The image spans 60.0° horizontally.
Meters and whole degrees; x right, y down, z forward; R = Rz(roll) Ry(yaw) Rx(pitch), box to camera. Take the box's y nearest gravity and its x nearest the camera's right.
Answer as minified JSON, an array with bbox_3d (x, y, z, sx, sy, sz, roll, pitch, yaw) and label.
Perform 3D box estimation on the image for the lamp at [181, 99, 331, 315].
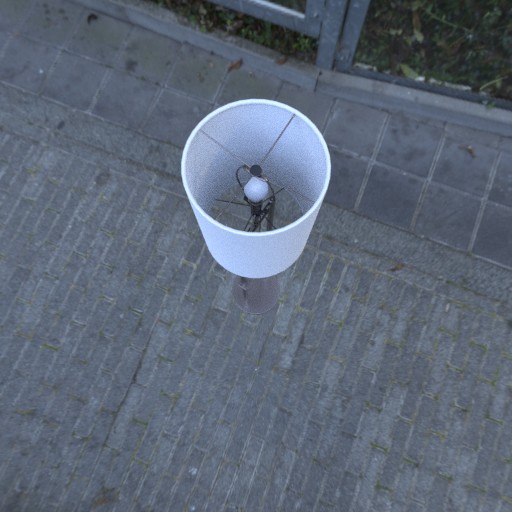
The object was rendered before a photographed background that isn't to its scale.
[{"bbox_3d":[0.000,0.000,1.629,0.305,1.500,0.306,34,78,8],"label":"lamp"}]
